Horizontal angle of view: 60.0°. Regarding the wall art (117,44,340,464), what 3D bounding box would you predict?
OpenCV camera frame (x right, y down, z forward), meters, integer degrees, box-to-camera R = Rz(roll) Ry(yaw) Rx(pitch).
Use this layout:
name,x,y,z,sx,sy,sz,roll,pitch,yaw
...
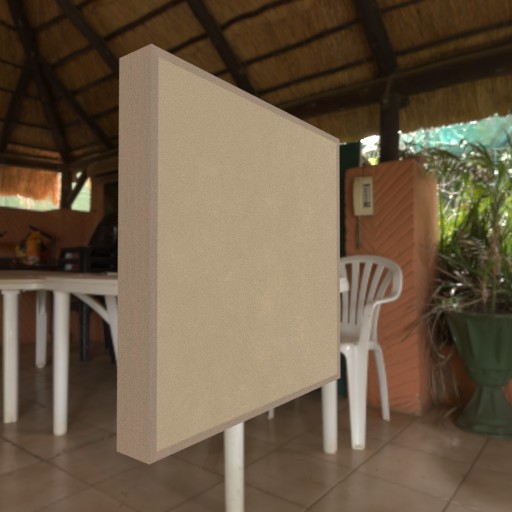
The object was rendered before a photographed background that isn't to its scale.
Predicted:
name,x,y,z,sx,sy,sz,roll,pitch,yaw
wall art,0.000,0.000,0.452,0.038,0.303,0.304,-1,-2,37
